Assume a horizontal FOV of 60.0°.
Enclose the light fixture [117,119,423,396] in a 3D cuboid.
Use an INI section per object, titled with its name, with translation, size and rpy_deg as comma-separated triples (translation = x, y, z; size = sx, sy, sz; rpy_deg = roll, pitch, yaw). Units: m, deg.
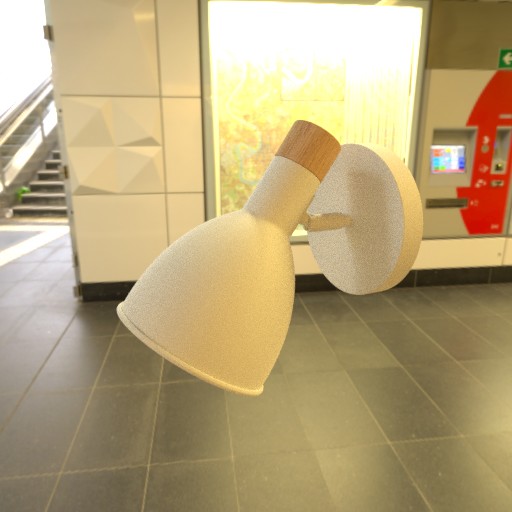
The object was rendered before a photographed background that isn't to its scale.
[light fixture]
translation = 0.000, 0.000, 0.337
size = 0.209, 0.199, 0.127
rpy_deg = -8, 18, -26
